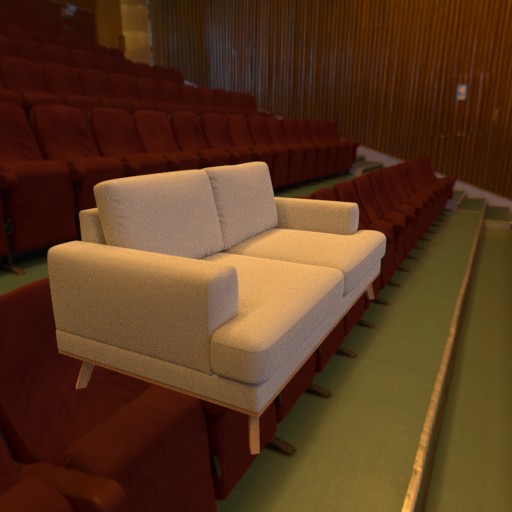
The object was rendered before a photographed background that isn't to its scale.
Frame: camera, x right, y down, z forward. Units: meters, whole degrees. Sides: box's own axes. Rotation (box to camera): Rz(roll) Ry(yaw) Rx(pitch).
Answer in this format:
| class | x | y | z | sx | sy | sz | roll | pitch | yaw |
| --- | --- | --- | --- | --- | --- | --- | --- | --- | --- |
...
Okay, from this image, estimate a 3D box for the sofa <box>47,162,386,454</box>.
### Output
| class | x | y | z | sx | sy | sz | roll | pitch | yaw |
| --- | --- | --- | --- | --- | --- | --- | --- | --- | --- |
| sofa | 0.000 | 0.000 | 2.134 | 0.915 | 0.810 | 1.651 | 8 | 17 | 27 |
